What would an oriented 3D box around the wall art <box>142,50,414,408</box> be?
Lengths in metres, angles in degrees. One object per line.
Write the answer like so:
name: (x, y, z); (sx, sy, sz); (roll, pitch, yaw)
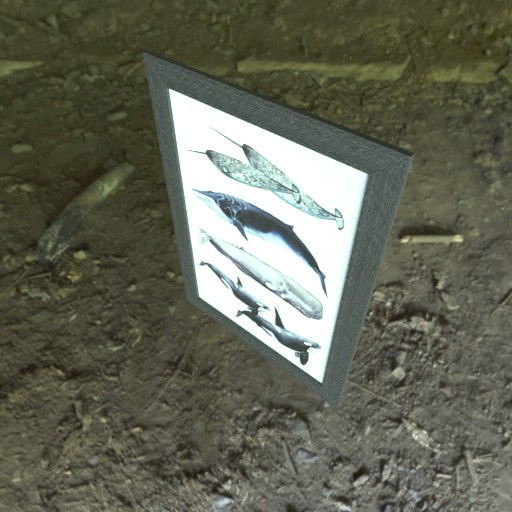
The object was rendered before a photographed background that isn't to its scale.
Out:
wall art: (0.000, 0.000, 1.462); (0.810, 1.116, 0.016); (31, 53, 26)
